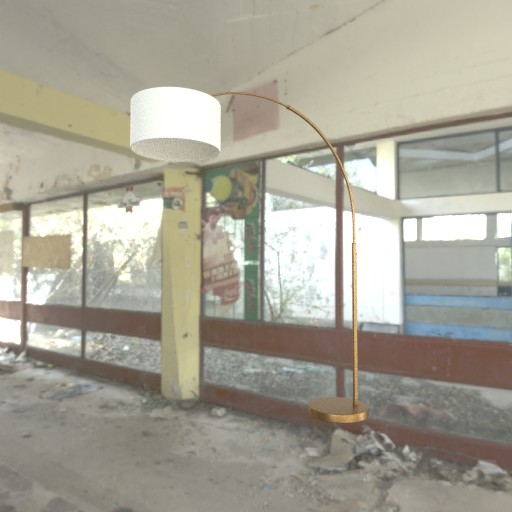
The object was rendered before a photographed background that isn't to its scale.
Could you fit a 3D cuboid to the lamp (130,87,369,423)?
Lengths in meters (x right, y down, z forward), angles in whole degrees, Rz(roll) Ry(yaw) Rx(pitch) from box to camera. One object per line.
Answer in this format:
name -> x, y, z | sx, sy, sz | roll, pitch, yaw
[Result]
lamp -> 0.000, 0.000, 2.602 | 1.434, 1.927, 0.493 | 1, -2, -18
